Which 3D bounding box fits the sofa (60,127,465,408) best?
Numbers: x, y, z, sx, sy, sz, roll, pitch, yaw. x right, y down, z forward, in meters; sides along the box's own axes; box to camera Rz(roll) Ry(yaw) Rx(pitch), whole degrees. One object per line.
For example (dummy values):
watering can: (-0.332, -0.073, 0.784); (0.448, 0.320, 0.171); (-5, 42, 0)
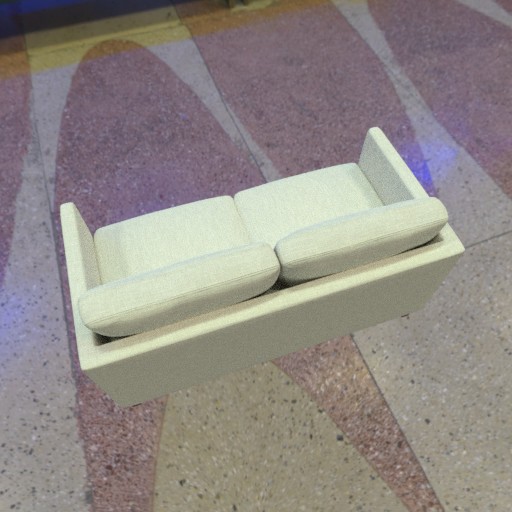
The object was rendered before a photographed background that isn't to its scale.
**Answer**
sofa: (0.000, 0.000, 2.428); (1.838, 0.963, 0.950); (-16, 59, -10)
